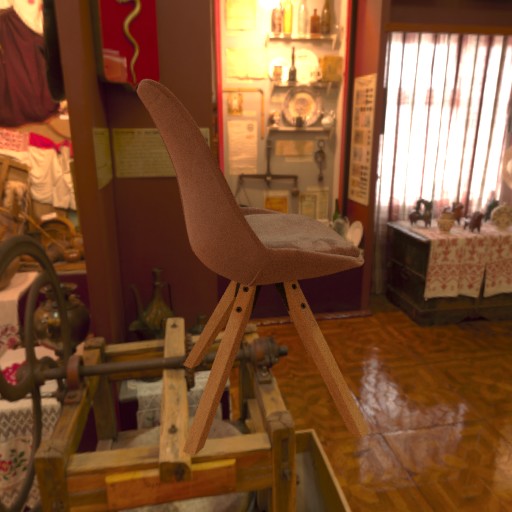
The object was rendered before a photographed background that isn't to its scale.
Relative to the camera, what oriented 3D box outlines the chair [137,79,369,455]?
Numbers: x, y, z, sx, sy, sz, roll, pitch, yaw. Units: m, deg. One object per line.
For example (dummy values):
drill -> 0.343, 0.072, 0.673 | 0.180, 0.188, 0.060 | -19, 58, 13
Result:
chair -> 0.000, 0.000, 1.175 | 0.550, 0.850, 0.485 | -2, 17, -8
